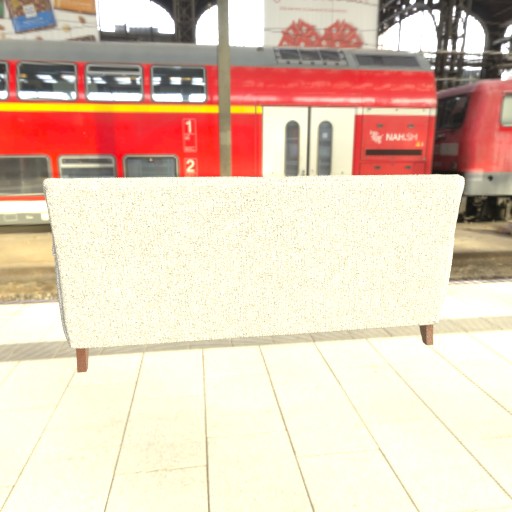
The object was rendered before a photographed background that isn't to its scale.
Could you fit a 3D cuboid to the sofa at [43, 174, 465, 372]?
[{"bbox_3d":[0.000,0.000,2.533,2.026,0.942,0.854,-2,14,-9],"label":"sofa"}]
